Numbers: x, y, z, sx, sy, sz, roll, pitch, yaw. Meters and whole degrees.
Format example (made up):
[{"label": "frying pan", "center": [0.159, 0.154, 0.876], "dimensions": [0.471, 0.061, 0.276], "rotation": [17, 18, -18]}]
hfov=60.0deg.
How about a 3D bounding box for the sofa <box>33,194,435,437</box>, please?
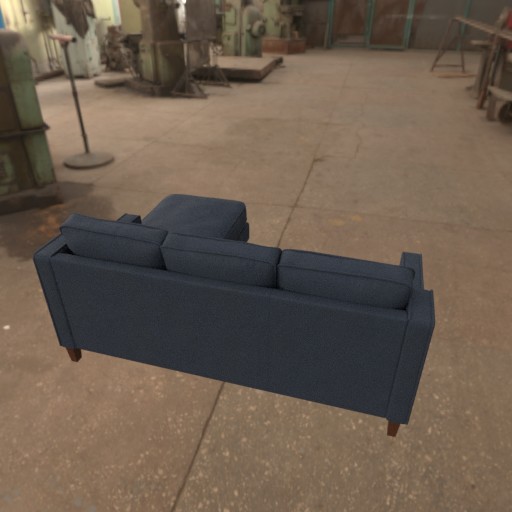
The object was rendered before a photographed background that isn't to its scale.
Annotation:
[{"label": "sofa", "center": [0.000, 0.000, 3.315], "dimensions": [2.317, 1.066, 1.858], "rotation": [9, 32, 14]}]
